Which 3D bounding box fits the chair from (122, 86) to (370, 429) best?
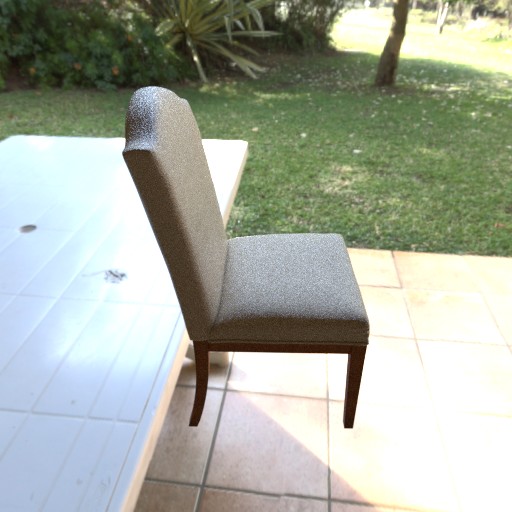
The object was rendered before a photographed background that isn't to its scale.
[{"bbox_3d":[0.000,0.000,1.406,0.648,1.012,0.534,0,31,1],"label":"chair"}]
